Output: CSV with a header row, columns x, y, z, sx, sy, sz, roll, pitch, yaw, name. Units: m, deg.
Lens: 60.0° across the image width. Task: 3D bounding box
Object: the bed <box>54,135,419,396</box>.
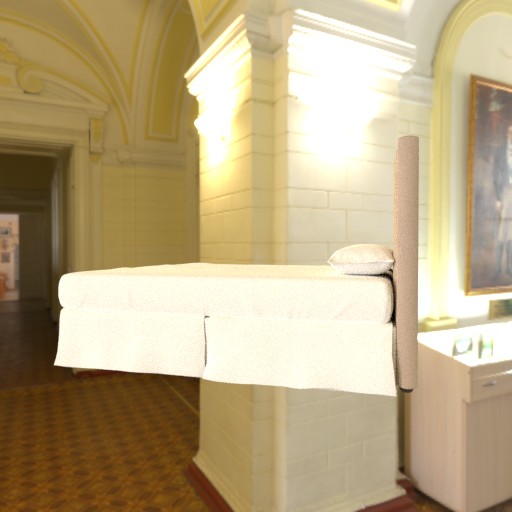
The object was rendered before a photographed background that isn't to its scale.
x,y,z,sx,sy,sz,roll,pitch,yaw,name
0.000,0.000,3.414,2.282,1.436,1.821,0,1,18,bed
